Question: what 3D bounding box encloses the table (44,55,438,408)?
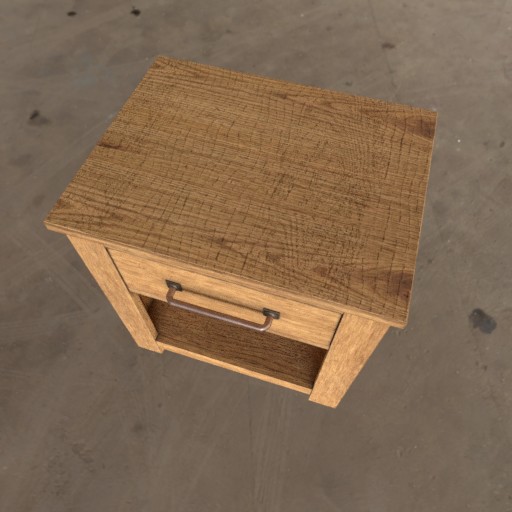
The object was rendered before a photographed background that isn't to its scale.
[{"bbox_3d":[0.000,0.000,1.065,0.601,0.625,0.494,15,60,9],"label":"table"}]
